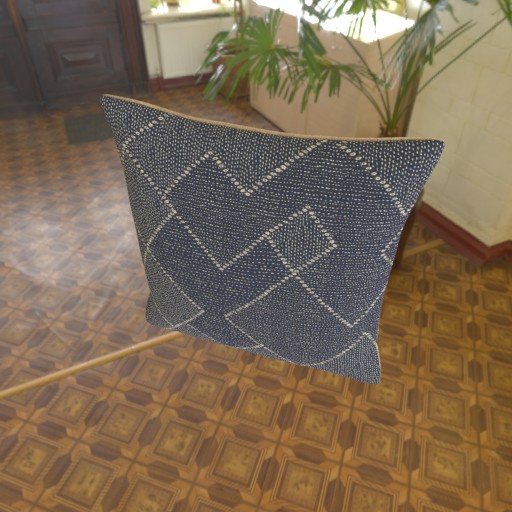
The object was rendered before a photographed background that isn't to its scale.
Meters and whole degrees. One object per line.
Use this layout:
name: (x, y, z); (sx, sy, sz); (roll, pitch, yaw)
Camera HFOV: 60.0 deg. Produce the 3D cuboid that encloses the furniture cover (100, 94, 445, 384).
furniture cover: (0.000, 0.000, 0.772); (0.511, 0.503, 0.162); (12, 41, 14)
